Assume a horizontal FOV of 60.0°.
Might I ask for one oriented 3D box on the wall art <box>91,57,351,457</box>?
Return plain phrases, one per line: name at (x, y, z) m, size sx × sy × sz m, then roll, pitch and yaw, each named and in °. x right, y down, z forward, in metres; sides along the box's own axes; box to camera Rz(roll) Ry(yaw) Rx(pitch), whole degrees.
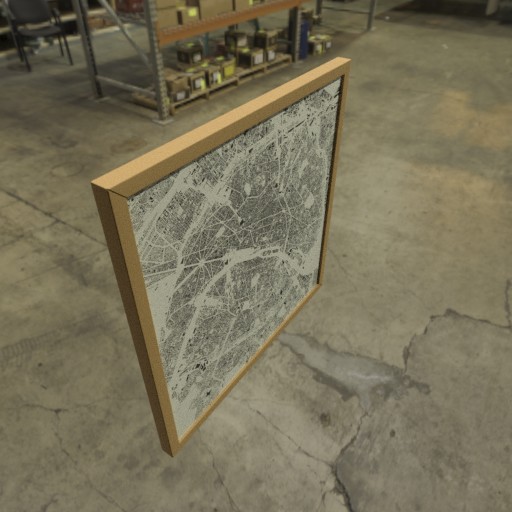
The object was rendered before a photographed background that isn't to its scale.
wall art at (0.000, 0.000, 1.100) m, size 0.037 × 0.761 × 0.761 m, roll 24°, pitch 45°, yaw 27°
